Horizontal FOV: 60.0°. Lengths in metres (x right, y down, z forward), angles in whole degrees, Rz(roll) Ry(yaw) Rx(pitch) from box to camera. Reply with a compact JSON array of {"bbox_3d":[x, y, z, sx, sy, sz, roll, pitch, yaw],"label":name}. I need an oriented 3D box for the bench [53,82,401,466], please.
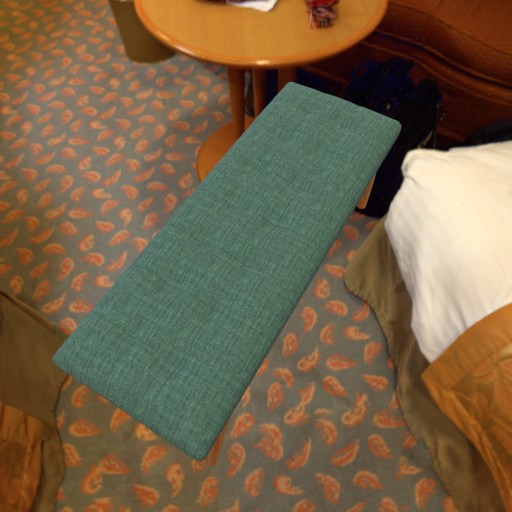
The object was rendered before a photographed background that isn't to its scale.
[{"bbox_3d":[0.000,0.000,1.325,0.406,0.432,1.118,27,62,16],"label":"bench"}]
